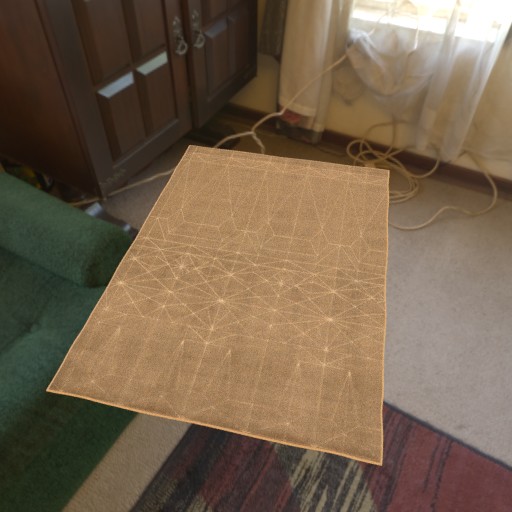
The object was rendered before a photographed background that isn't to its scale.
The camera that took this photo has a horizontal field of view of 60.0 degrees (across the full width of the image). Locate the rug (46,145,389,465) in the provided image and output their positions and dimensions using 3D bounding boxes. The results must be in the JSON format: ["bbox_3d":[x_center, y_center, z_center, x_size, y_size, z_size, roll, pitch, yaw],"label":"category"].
[{"bbox_3d":[0.000,0.000,4.218,2.449,0.019,3.357,9,47,9],"label":"rug"}]
